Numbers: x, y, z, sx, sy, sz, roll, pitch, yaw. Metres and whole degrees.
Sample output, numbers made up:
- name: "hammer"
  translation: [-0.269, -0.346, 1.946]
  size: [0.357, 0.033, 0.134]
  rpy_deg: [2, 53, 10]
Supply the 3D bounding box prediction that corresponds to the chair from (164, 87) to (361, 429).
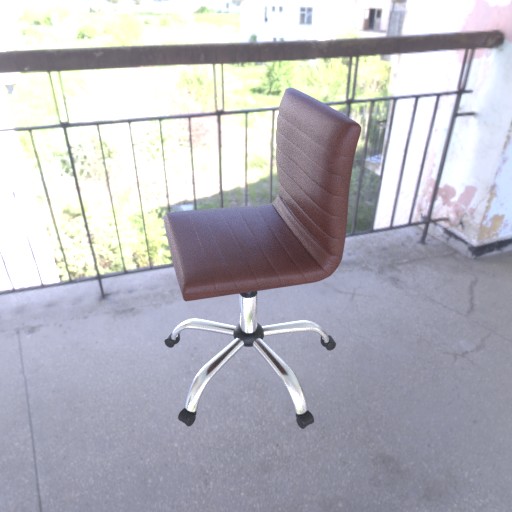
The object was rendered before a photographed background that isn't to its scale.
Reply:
- name: "chair"
  translation: [0.000, 0.000, 1.182]
  size: [0.530, 0.780, 0.556]
  rpy_deg: [-9, 32, -14]
